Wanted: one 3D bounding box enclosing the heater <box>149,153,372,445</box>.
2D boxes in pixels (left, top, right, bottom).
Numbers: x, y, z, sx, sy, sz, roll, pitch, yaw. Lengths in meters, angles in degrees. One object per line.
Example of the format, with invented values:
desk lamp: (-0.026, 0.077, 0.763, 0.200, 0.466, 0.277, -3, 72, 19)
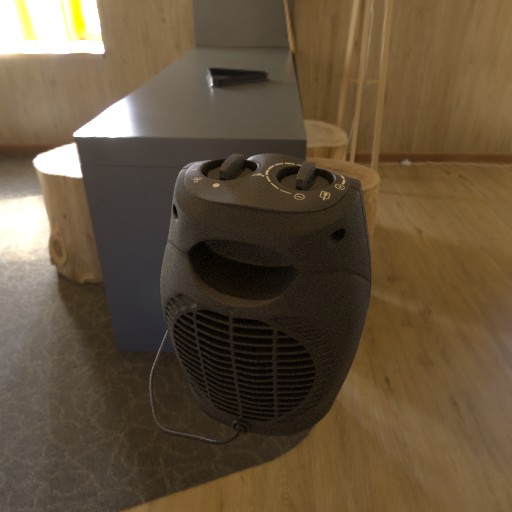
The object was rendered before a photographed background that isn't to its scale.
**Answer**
heater: (0.000, 0.000, 0.459, 0.239, 0.240, 0.291, 9, 33, 15)
